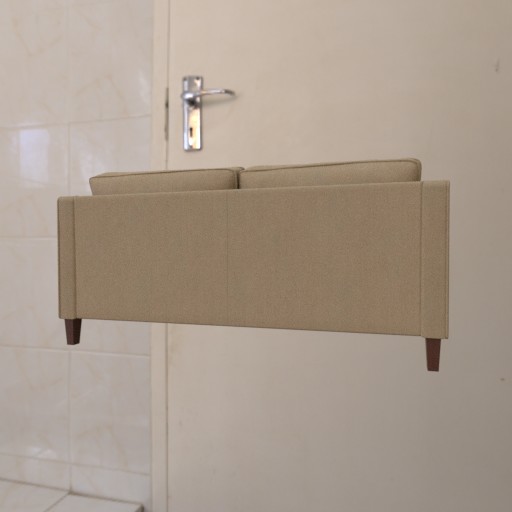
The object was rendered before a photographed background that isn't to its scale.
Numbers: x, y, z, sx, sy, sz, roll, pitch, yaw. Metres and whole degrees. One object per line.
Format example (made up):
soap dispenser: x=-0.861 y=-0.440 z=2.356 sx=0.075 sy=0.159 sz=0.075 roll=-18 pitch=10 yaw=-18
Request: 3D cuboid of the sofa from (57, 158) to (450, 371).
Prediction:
sofa: x=0.000 y=0.000 z=2.850 sx=2.178 sy=1.071 sz=1.066 roll=0 pitch=1 yaw=17
